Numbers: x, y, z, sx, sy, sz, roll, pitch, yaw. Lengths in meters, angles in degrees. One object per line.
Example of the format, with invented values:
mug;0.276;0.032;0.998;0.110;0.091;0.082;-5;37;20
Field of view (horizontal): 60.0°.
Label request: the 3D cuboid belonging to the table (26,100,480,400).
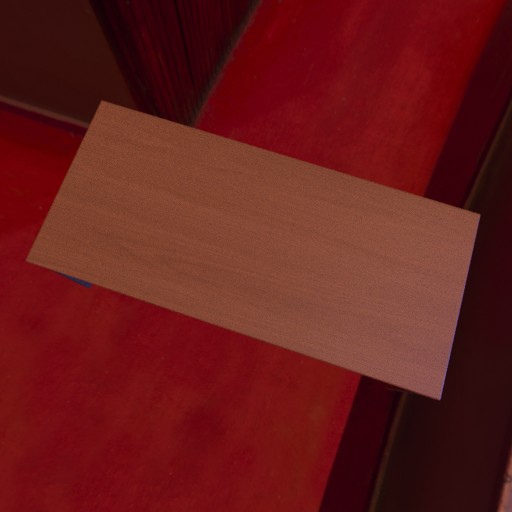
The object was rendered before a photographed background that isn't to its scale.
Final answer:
table;0.000;0.000;1.362;1.100;0.400;0.500;18;76;5
